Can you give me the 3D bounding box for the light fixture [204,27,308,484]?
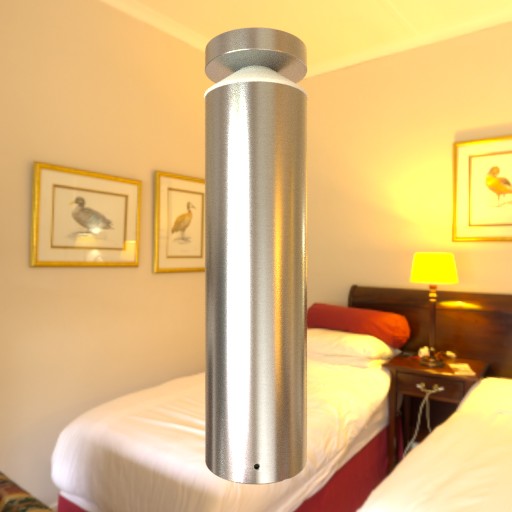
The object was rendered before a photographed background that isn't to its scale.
[{"bbox_3d":[0.000,0.000,0.438,0.102,0.400,0.102,0,0,0],"label":"light fixture"}]
